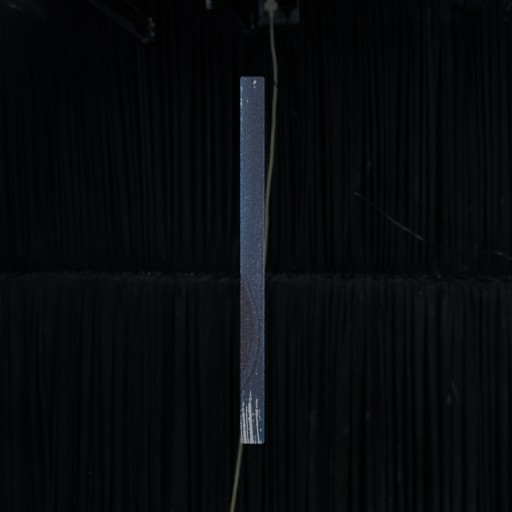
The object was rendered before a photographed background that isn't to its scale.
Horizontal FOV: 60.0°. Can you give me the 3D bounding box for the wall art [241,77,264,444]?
[{"bbox_3d":[0.000,0.000,1.193,0.039,0.610,0.914,0,1,1],"label":"wall art"}]
